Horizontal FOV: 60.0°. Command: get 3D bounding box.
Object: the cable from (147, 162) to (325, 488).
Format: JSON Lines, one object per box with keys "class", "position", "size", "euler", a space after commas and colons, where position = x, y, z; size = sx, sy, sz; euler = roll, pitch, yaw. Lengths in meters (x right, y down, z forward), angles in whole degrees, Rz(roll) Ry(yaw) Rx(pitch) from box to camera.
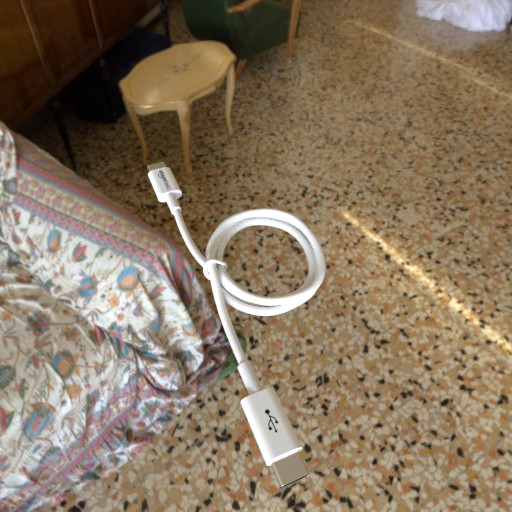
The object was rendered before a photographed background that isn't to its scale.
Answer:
{"class": "cable", "position": [0.000, 0.000, 0.223], "size": [0.070, 0.014, 0.203], "euler": [-17, 49, -16]}
